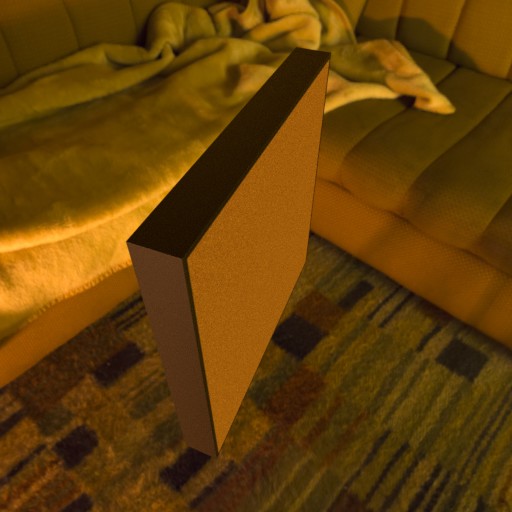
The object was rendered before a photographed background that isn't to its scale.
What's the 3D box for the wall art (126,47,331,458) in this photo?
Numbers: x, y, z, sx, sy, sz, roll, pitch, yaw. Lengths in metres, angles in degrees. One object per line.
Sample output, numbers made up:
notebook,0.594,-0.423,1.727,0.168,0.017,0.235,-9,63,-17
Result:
wall art,0.000,0.000,0.455,0.037,0.303,0.304,16,48,15
